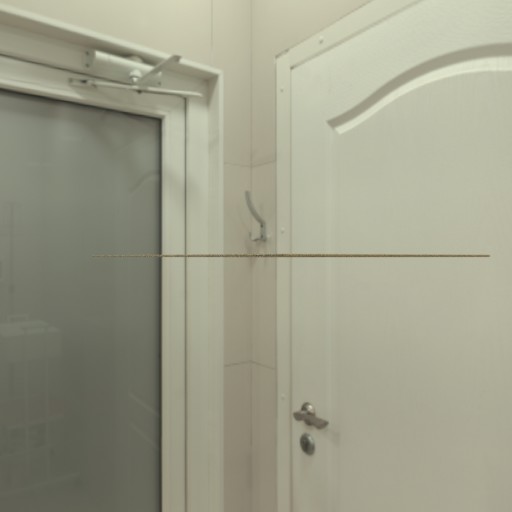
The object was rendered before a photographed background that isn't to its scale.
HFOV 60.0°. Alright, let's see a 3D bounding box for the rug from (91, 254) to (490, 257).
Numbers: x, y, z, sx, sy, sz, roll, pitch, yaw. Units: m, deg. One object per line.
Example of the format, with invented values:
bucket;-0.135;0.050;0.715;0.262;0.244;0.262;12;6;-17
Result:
rug;0.000;0.000;3.061;1.540;0.012;2.448;0;0;-36
